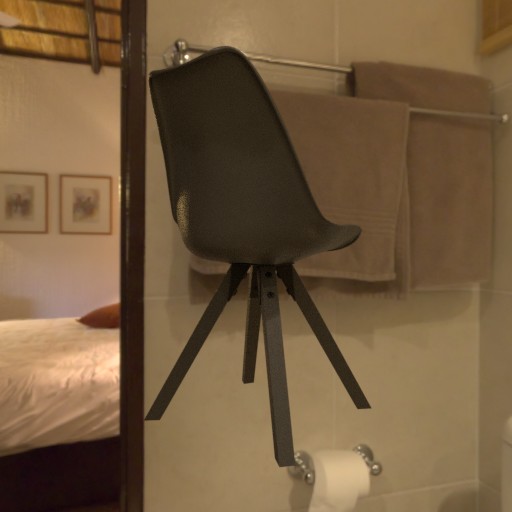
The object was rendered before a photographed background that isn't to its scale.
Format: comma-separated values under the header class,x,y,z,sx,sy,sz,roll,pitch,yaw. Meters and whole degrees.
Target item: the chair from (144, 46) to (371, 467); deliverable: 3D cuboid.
class,x,y,z,sx,sy,sz,roll,pitch,yaw
chair,0.000,0.000,1.169,0.485,0.850,0.550,0,1,36
